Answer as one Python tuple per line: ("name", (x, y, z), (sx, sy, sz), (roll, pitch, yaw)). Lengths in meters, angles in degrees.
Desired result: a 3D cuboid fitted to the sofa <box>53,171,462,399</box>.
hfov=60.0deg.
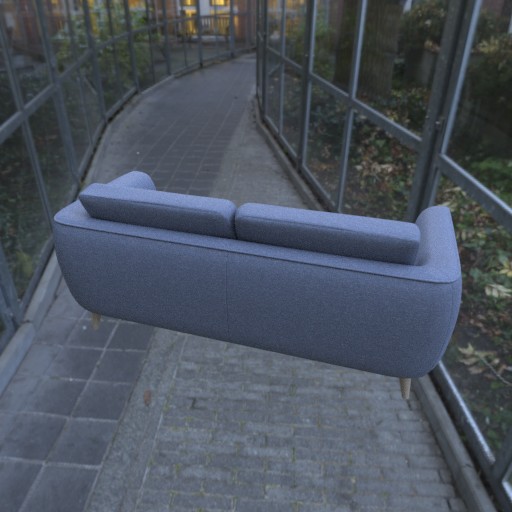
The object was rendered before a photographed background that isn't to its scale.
("sofa", (0.000, 0.000, 2.469), (2.000, 0.870, 0.920), (9, 32, 15))
